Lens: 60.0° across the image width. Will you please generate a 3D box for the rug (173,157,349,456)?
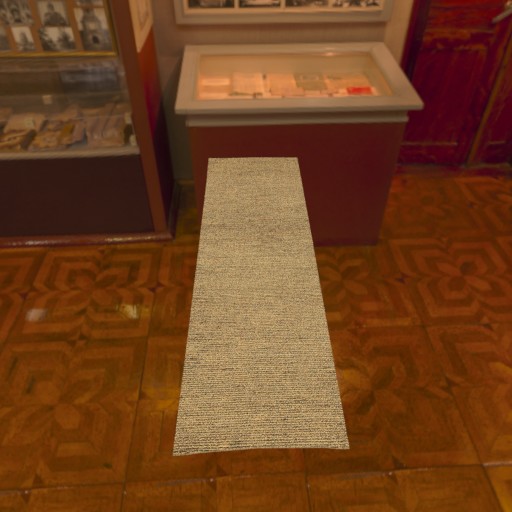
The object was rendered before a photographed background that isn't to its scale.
[{"bbox_3d":[0.000,0.000,2.608,0.697,0.013,2.335,-1,42,-1],"label":"rug"}]
